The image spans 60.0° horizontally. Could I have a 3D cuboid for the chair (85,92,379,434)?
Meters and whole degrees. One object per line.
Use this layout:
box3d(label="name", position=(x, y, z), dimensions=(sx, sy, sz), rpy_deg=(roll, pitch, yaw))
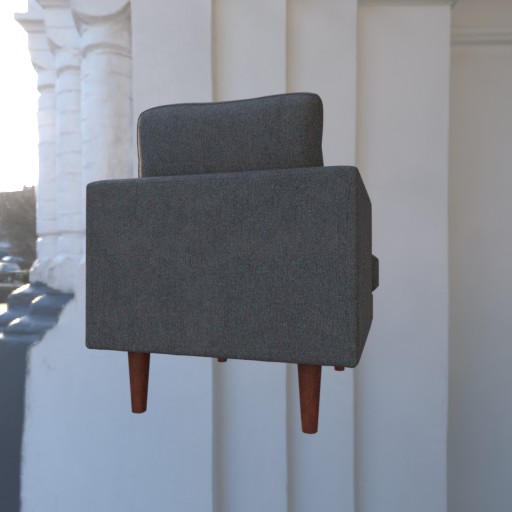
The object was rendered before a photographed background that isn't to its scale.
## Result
box3d(label="chair", position=(0.000, 0.000, 1.646), dimensions=(0.858, 0.957, 0.899), rpy_deg=(0, 0, 17))
